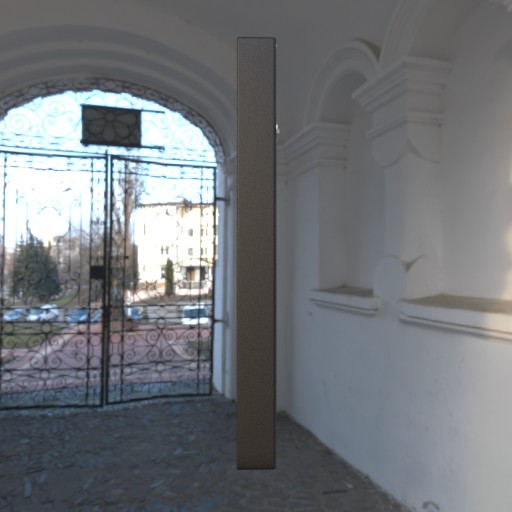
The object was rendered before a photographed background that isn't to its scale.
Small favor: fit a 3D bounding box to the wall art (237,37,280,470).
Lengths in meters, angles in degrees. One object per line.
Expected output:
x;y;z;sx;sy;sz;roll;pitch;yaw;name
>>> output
0.000;0.000;0.616;0.041;0.407;0.406;0;-1;-1;wall art
